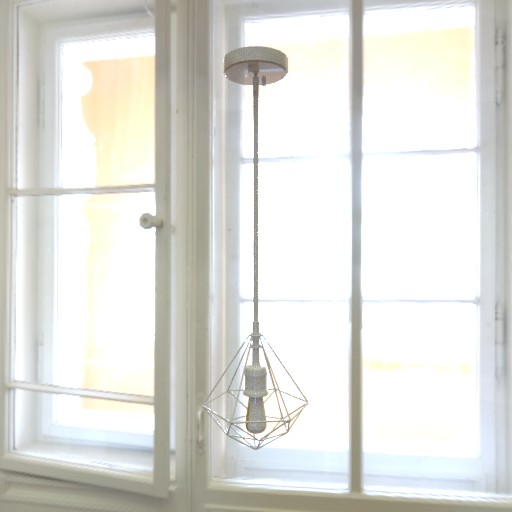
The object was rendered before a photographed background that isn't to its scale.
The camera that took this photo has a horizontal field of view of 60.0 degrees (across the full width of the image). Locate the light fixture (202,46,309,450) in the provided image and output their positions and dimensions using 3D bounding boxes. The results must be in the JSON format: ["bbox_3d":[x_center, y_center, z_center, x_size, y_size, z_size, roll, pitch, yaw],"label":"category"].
[{"bbox_3d":[0.000,0.000,2.013,0.431,1.764,0.487,0,1,-35],"label":"light fixture"}]
